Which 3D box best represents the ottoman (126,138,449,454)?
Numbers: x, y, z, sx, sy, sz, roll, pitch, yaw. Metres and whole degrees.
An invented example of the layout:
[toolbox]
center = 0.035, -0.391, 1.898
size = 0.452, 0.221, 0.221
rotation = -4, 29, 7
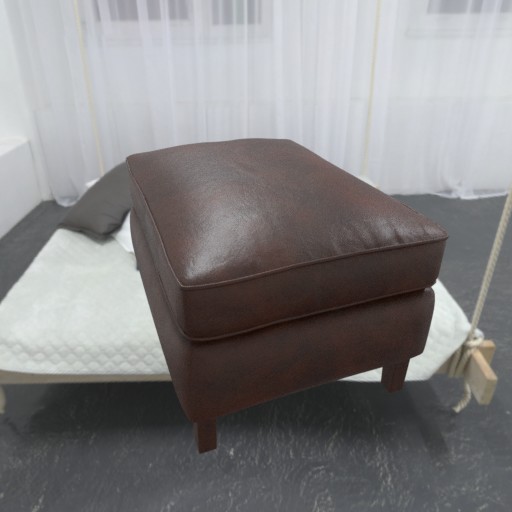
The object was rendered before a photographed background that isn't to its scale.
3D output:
[ottoman]
center = 0.000, 0.000, 0.996
size = 0.501, 0.432, 0.665
rotation = -10, 31, -18
